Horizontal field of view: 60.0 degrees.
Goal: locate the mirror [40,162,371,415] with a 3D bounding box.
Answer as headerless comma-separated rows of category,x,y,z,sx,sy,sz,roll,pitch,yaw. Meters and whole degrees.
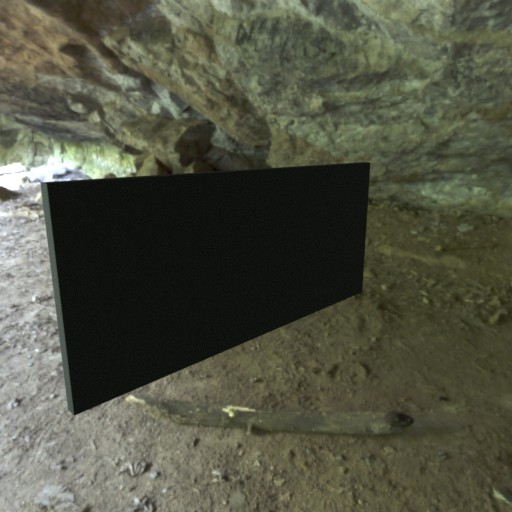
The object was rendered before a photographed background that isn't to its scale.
mirror,0.000,0.000,1.797,1.584,0.692,0.047,-14,20,-43
